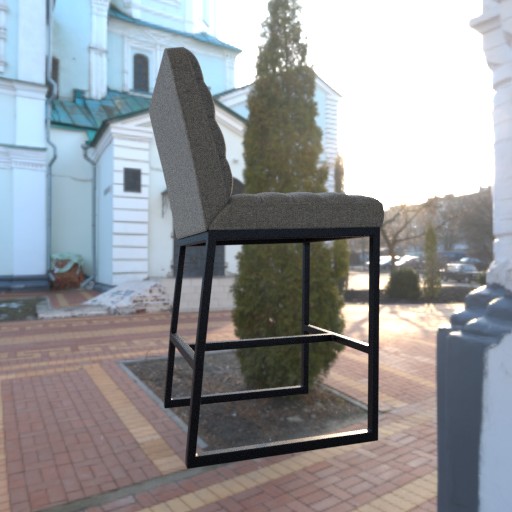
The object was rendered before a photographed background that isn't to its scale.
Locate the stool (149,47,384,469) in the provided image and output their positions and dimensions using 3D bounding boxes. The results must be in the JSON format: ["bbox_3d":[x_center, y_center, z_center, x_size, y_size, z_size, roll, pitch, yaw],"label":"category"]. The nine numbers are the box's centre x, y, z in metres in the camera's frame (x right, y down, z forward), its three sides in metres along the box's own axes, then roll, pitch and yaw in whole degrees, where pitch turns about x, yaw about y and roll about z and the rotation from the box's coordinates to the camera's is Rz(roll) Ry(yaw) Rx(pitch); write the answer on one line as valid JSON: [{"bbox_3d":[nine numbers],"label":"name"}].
[{"bbox_3d":[0.000,0.000,1.256,0.560,0.940,0.460,0,0,-18],"label":"stool"}]
